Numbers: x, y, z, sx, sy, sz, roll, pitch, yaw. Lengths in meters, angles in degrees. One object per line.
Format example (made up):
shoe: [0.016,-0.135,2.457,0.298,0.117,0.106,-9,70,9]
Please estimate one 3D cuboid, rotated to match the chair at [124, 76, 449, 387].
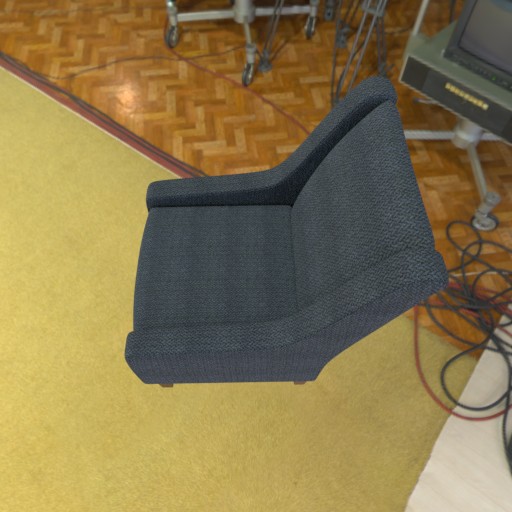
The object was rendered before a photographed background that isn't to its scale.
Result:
chair: [0.000,0.000,1.691,0.944,1.012,0.793,-1,58,-1]
